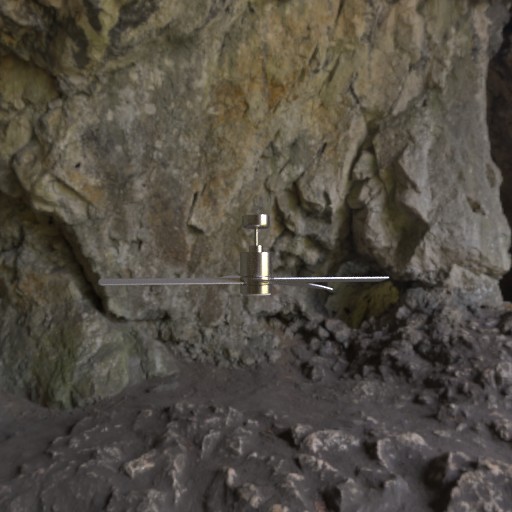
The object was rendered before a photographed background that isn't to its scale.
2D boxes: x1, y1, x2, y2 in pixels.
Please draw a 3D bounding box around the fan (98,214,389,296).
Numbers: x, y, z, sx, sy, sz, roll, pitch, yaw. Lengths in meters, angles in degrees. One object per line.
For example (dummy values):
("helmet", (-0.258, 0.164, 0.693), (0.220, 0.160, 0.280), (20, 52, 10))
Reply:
("fan", (0.000, 0.000, 1.973), (1.322, 0.355, 1.322), (0, -2, -17))
